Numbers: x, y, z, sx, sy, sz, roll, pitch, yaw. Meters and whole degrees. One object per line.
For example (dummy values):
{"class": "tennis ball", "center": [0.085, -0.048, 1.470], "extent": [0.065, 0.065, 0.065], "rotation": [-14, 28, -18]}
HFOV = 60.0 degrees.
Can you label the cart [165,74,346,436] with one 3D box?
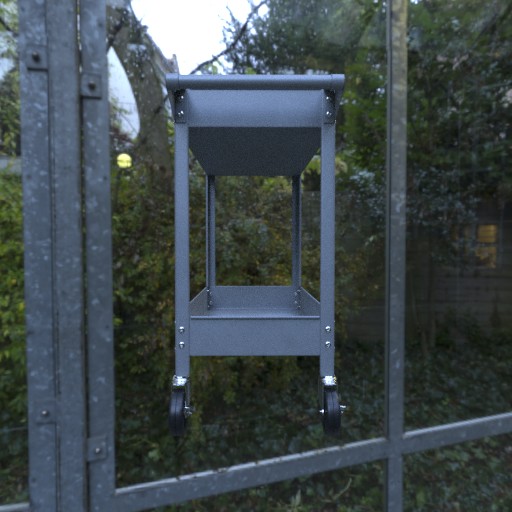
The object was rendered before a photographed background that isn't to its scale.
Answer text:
{"class": "cart", "center": [0.000, 0.000, 1.214], "extent": [0.366, 0.719, 0.779], "rotation": [0, 2, -1]}
